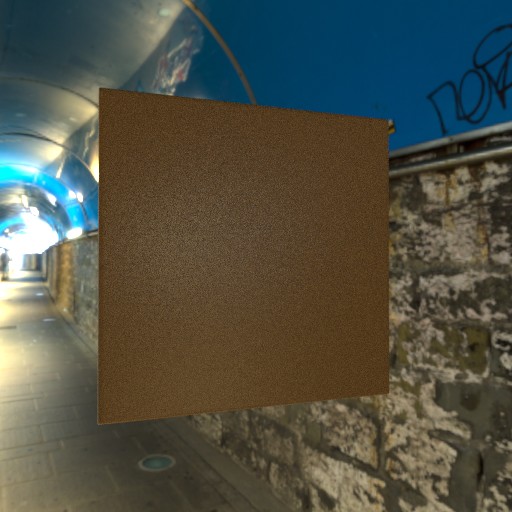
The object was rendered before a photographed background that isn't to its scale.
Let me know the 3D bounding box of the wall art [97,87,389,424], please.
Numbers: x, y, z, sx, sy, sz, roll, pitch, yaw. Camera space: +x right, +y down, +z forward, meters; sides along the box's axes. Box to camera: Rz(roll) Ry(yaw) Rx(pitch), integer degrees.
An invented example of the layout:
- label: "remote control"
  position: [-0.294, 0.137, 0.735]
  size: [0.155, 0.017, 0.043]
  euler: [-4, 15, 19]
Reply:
- label: "wall art"
  position: [0.000, 0.000, 1.920]
  size: [1.287, 1.288, 0.078]
  euler: [0, -1, -18]
